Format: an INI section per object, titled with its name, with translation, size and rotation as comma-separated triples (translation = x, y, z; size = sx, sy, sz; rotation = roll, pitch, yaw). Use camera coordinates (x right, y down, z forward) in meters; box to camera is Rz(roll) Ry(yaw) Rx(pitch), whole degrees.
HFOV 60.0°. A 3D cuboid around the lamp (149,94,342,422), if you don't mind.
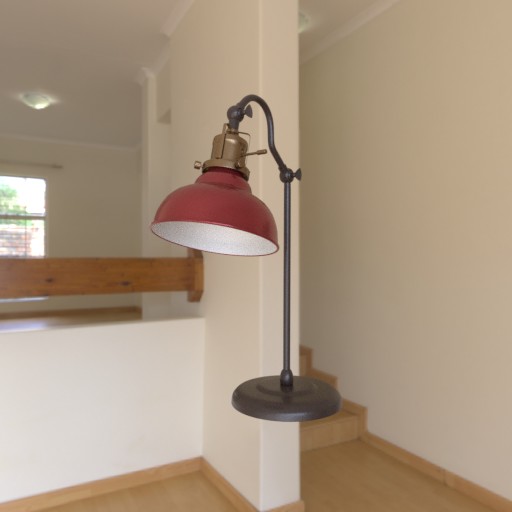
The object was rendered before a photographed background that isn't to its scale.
[lamp]
translation = 0.000, 0.000, 0.701
size = 0.192, 0.508, 0.374
rotation = 0, 0, 36
